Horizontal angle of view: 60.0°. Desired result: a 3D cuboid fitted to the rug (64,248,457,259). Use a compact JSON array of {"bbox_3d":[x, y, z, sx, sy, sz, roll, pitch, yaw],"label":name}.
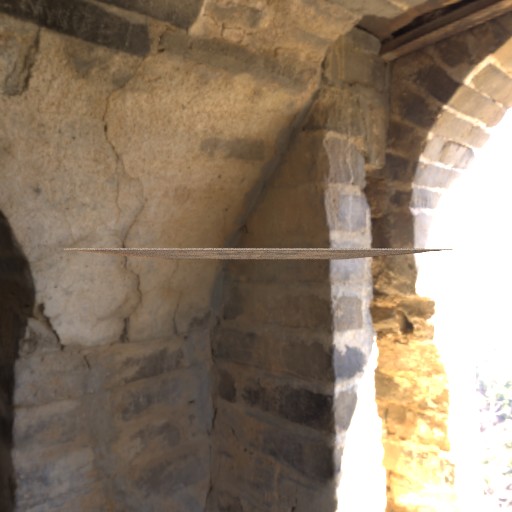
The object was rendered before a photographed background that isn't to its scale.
[{"bbox_3d":[0.000,0.000,2.922,1.611,0.008,2.227,0,-1,-1],"label":"rug"}]
